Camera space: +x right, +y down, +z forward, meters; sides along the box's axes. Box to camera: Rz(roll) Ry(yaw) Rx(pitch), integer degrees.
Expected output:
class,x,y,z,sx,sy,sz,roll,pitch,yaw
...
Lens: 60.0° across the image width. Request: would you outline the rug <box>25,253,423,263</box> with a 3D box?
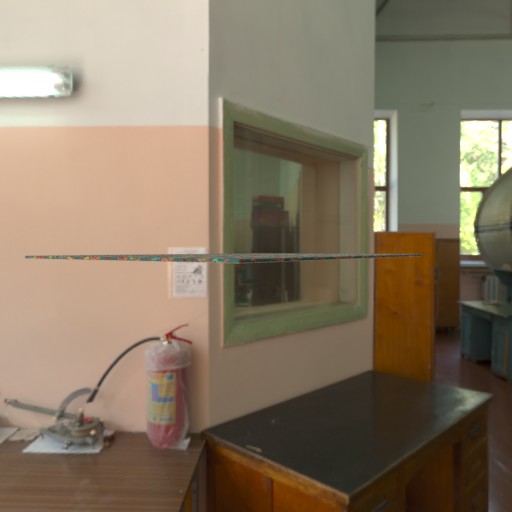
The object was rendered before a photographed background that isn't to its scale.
class,x,y,z,sx,sy,sz,roll,pitch,yaw
rug,0.000,0.000,2.943,1.527,0.016,2.290,1,1,36
